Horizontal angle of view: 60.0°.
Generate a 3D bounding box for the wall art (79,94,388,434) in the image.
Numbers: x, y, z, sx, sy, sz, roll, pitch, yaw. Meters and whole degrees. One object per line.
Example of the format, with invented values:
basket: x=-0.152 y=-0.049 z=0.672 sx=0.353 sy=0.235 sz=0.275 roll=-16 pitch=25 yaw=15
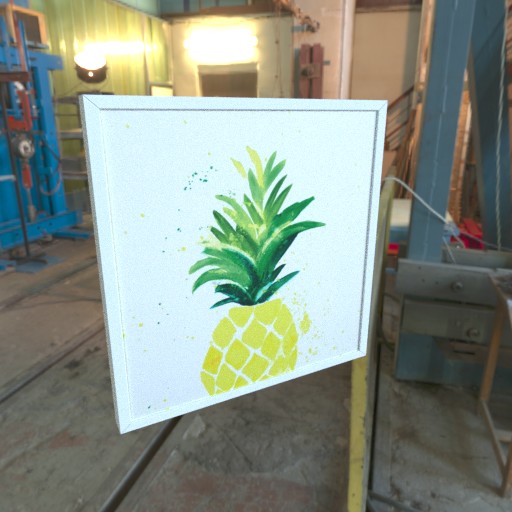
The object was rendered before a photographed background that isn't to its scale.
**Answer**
wall art: x=0.000 y=0.000 z=0.757 sx=0.508 sy=0.507 sz=0.035 roll=-9 pitch=20 yaw=-27
